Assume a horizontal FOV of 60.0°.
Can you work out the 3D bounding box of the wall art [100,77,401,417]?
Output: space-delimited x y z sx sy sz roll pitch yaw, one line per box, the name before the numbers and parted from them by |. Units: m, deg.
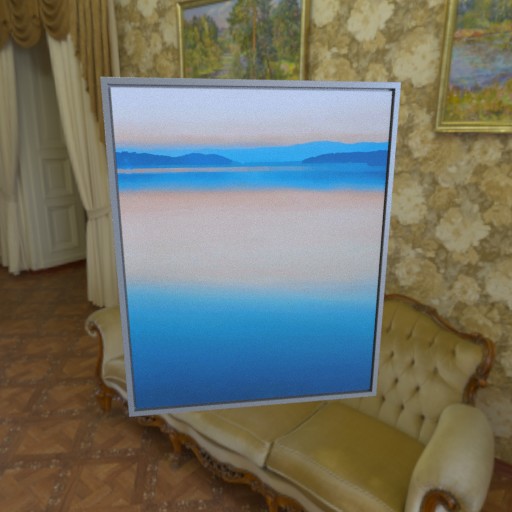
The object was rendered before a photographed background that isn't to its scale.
wall art | 0.000 0.000 0.750 0.453 0.554 0.037 -2 15 -8
